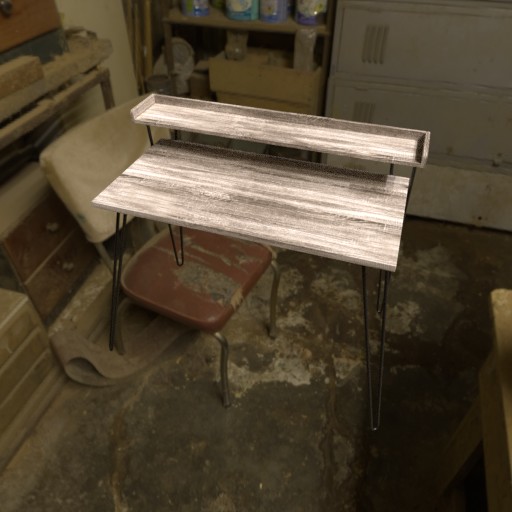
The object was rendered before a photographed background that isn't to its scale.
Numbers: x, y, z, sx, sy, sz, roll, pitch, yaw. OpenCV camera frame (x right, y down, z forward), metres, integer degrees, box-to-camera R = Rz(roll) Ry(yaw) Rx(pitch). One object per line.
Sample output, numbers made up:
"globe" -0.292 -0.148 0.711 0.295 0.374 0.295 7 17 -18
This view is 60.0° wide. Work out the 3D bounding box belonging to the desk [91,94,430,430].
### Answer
"desk" 0.000 0.000 1.671 1.135 0.899 0.605 13 43 14
